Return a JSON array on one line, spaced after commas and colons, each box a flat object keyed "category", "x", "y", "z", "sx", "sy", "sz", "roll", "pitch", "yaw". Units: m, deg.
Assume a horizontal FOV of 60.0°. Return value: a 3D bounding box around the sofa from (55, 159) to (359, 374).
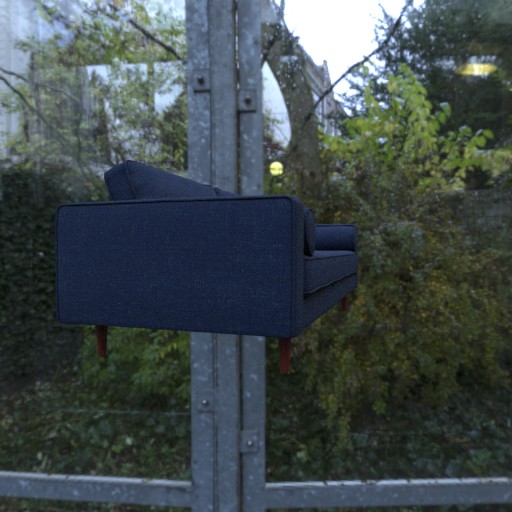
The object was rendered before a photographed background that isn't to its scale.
[{"category": "sofa", "x": 0.000, "y": 0.000, "z": 2.335, "sx": 0.914, "sy": 0.762, "sz": 1.880, "roll": 0, "pitch": 1, "yaw": 19}]
